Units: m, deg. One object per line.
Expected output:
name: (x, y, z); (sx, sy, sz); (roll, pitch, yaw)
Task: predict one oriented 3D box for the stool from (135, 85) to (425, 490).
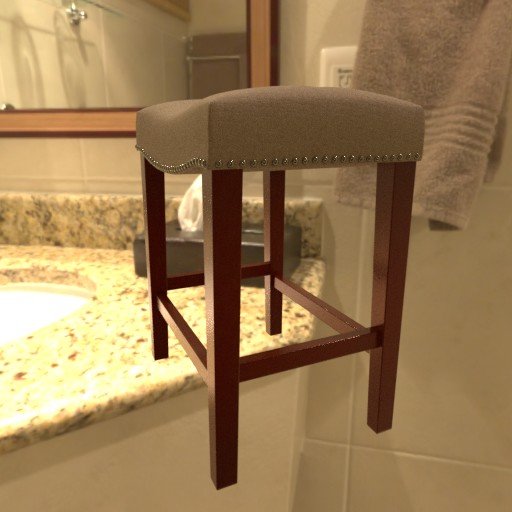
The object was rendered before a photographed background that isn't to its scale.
stool: (0.000, 0.000, 0.922); (0.375, 0.632, 0.509); (-8, 18, -24)
